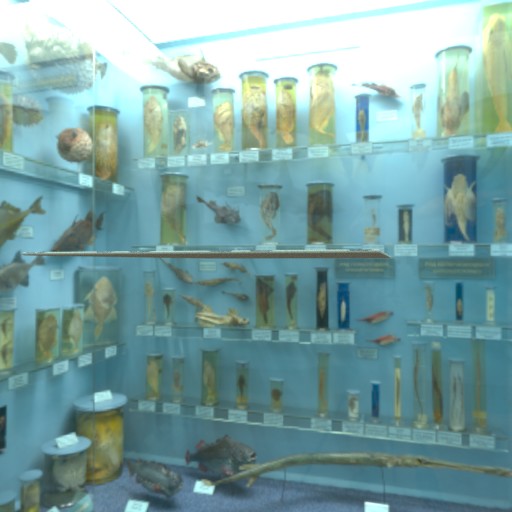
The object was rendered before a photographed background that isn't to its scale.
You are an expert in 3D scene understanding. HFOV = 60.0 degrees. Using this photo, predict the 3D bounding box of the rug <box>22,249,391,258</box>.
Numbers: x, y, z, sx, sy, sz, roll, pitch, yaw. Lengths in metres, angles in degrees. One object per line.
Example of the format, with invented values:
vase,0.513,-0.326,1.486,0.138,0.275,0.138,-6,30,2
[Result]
rug,0.000,0.000,3.872,2.211,0.021,2.910,0,-1,18
